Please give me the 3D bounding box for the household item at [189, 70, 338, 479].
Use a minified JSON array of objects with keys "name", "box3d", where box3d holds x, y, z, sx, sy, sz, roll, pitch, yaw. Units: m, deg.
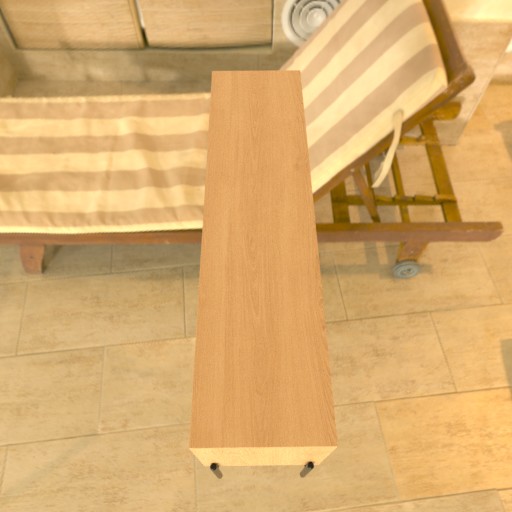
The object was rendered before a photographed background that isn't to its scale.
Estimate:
[{"name":"household item","box3d":[0.000,0.000,1.777,0.400,0.600,1.550,-1,59,0]}]
